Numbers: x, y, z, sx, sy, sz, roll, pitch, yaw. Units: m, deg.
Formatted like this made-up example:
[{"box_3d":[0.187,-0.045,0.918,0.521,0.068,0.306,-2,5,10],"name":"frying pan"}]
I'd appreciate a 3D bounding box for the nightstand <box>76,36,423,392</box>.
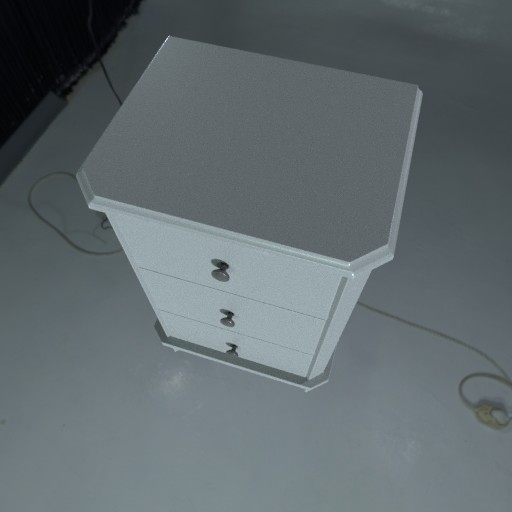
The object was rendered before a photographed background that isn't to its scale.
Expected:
[{"box_3d":[0.000,0.000,0.919,0.435,0.680,0.348,15,61,9],"name":"nightstand"}]
